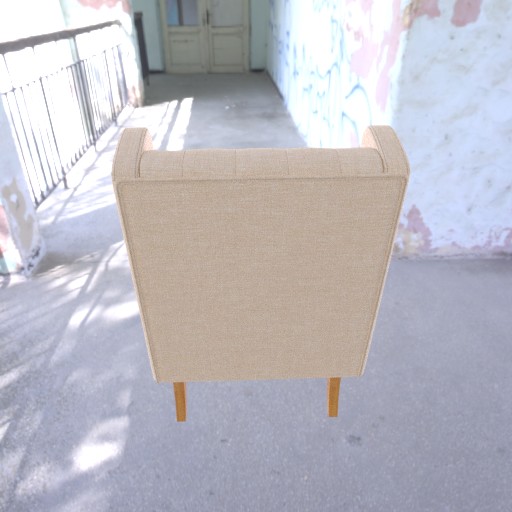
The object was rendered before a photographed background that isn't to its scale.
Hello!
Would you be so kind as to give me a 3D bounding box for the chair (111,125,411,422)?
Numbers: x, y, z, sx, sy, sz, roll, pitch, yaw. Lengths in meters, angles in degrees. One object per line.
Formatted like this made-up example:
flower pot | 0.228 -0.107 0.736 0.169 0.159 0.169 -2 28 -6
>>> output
chair | 0.000 0.000 1.447 0.710 0.930 0.760 -1 31 -2
